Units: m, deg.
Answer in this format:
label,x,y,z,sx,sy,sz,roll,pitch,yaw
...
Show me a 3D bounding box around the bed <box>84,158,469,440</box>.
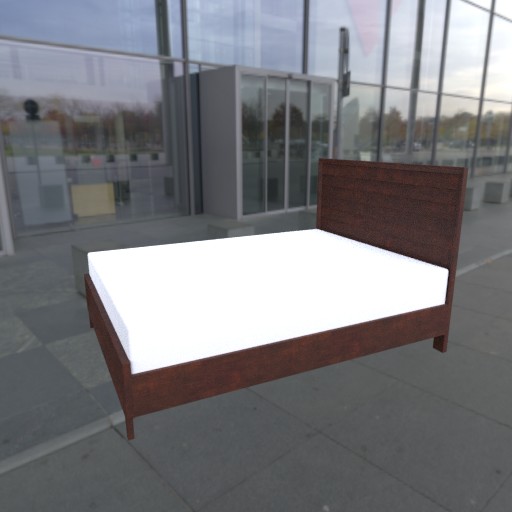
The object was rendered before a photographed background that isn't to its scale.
label,x,y,z,sx,sy,sz,roll,pitch,yaw
bed,0.000,0.000,3.165,2.184,1.270,1.600,-7,16,-26
